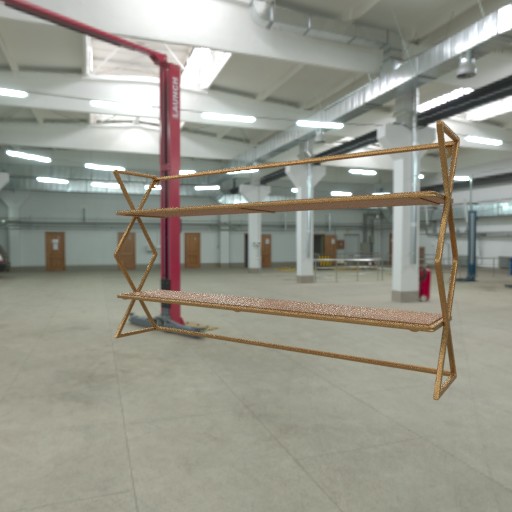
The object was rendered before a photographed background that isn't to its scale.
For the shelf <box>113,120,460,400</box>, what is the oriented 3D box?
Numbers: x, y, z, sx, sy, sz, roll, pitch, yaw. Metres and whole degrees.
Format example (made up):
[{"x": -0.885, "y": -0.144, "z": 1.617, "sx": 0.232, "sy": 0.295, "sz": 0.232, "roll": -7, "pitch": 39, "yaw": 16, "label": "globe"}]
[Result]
[{"x": 0.000, "y": 0.000, "z": 1.005, "sx": 0.822, "sy": 0.450, "sz": 0.150, "roll": 1, "pitch": 2, "yaw": 35, "label": "shelf"}]
